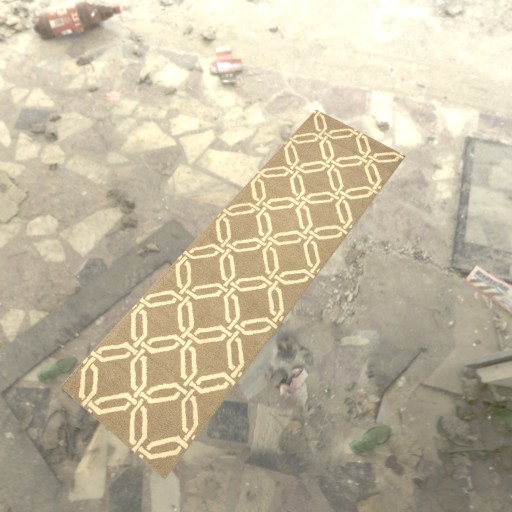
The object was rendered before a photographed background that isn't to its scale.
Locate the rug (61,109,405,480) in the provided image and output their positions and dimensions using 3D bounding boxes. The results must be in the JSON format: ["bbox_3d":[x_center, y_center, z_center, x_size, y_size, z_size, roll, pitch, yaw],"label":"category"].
[{"bbox_3d":[0.000,0.000,2.476,0.678,0.014,2.276,33,67,16],"label":"rug"}]
